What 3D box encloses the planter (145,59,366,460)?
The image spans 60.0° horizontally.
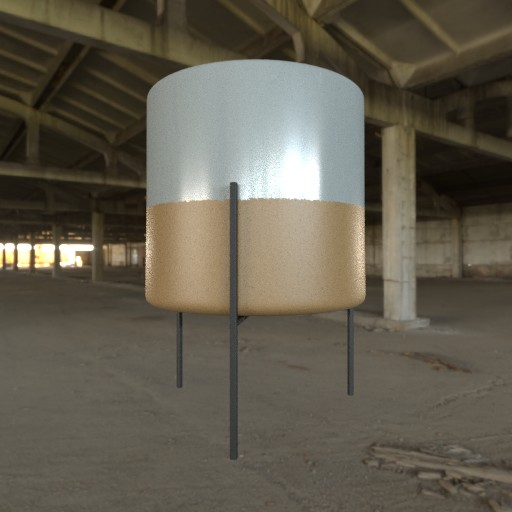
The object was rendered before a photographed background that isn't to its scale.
[{"bbox_3d":[0.000,0.000,0.635,0.310,0.432,0.310,0,0,-37],"label":"planter"}]
